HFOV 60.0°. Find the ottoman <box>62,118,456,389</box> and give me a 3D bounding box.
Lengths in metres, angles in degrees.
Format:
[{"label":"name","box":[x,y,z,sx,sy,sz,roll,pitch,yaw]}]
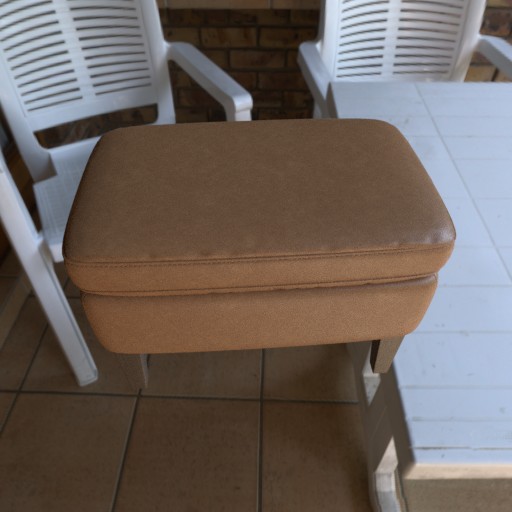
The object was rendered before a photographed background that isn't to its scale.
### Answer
[{"label":"ottoman","box":[0.000,0.000,0.986,0.670,0.480,0.420,-3,46,-3]}]
